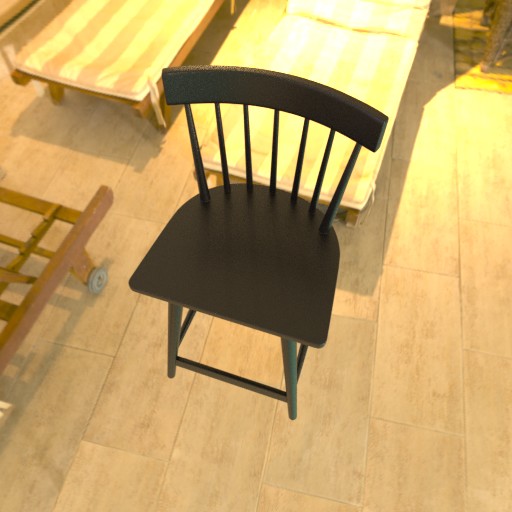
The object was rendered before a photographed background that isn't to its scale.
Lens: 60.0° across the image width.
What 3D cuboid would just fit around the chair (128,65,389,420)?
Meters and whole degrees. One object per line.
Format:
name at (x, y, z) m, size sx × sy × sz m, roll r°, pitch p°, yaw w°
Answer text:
chair at (0.000, 0.000, 1.235) m, size 0.483 × 0.952 × 0.572 m, roll 16°, pitch 59°, yaw 10°
